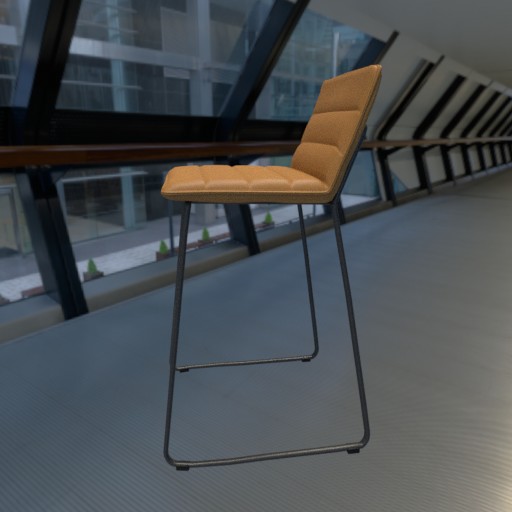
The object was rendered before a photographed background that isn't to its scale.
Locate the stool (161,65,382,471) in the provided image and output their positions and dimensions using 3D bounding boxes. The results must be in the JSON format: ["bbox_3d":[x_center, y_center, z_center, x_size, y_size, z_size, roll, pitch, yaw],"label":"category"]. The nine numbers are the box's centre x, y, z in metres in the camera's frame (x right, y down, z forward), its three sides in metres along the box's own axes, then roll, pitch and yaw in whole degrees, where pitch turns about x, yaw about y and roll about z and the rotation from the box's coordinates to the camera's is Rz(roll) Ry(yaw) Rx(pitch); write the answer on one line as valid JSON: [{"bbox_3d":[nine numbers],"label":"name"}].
[{"bbox_3d":[0.000,0.000,1.205,0.524,0.936,0.489,-2,16,-8],"label":"stool"}]
